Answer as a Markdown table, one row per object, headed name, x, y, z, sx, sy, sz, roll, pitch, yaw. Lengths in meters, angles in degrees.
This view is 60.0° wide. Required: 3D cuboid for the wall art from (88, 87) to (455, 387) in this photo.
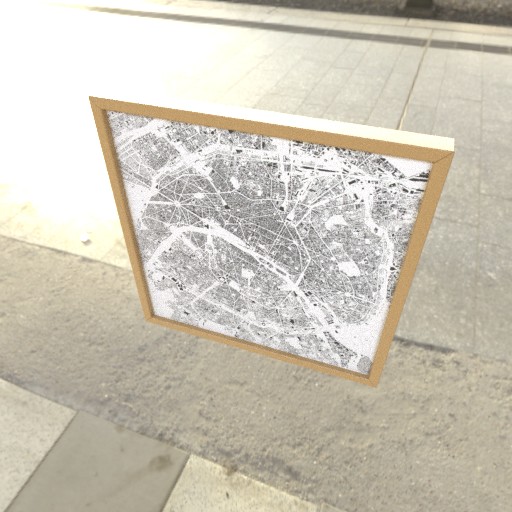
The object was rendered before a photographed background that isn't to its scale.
| name | x | y | z | sx | sy | sz | roll | pitch | yaw |
| --- | --- | --- | --- | --- | --- | --- | --- | --- | --- |
| wall art | 0.000 | 0.000 | 0.767 | 0.509 | 0.509 | 0.036 | 13 | 43 | 14 |
